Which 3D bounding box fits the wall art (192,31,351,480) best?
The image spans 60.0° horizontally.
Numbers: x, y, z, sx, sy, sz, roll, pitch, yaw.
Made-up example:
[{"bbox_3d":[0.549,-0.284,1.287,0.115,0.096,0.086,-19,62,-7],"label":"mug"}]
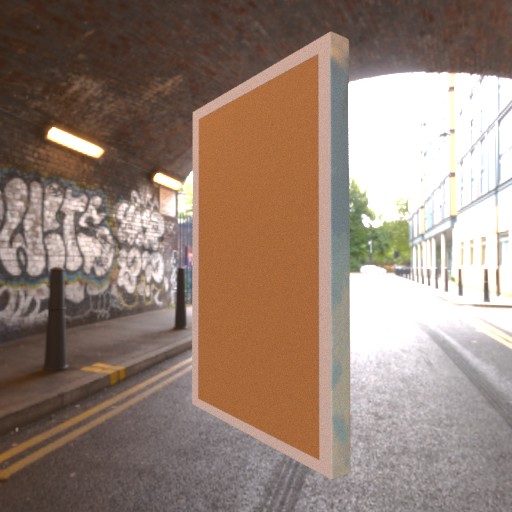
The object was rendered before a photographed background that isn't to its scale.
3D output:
[{"bbox_3d":[0.000,0.000,0.773,0.038,0.610,0.401,1,-1,-36],"label":"wall art"}]
